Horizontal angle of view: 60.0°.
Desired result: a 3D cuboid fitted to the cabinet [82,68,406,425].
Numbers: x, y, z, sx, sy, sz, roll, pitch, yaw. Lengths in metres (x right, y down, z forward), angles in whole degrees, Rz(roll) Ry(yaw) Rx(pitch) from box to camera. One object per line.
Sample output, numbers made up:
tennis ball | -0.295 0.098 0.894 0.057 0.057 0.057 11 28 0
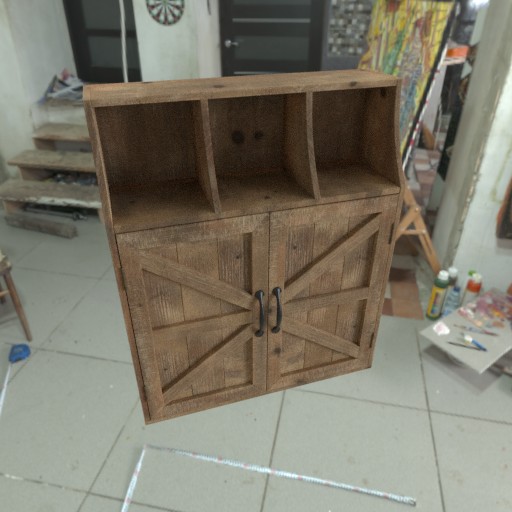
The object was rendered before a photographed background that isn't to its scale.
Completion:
cabinet | 0.000 0.000 0.813 0.489 0.590 0.184 -10 33 -15
